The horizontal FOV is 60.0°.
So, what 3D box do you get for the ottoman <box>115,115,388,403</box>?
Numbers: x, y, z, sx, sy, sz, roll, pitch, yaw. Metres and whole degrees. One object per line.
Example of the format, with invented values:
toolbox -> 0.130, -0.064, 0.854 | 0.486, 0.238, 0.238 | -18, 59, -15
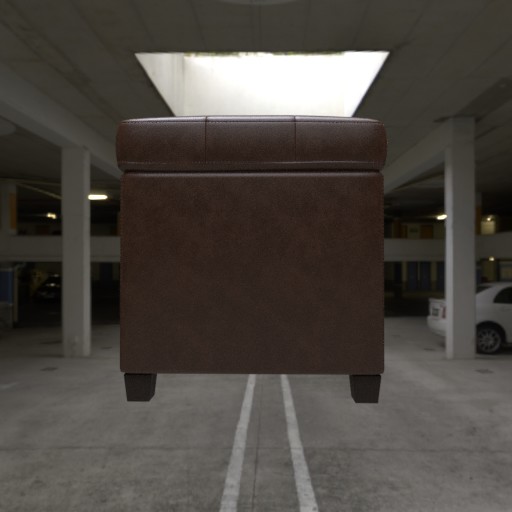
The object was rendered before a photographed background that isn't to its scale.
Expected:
ottoman -> 0.000, 0.000, 1.102 | 0.432, 0.470, 0.838 | 0, 0, 1
